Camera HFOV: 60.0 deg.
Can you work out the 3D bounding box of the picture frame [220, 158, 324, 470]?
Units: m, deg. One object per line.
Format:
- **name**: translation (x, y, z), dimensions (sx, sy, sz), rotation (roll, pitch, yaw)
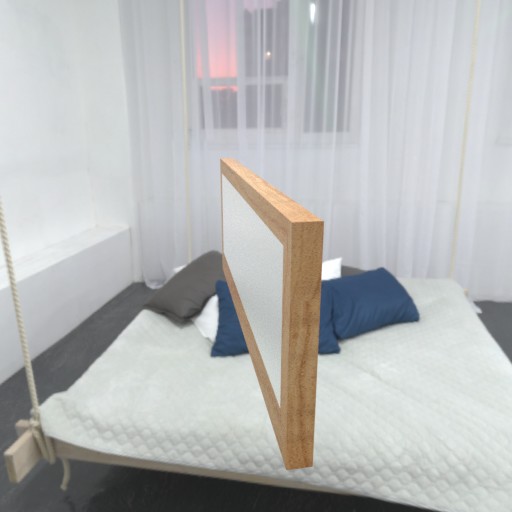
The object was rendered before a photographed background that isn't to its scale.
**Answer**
- **picture frame**: translation (0.000, 0.000, 0.652), dimensions (0.045, 0.234, 0.582), rotation (-3, 17, -9)
